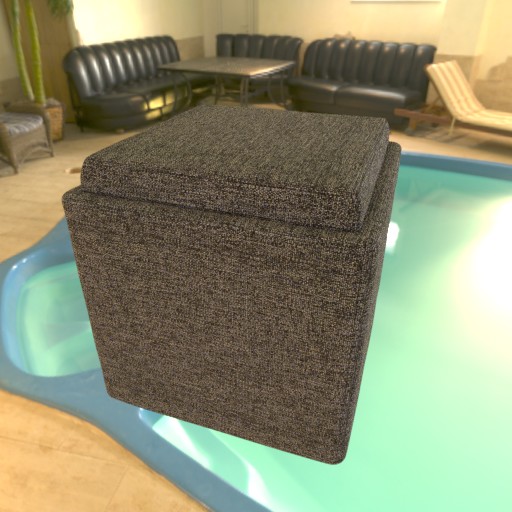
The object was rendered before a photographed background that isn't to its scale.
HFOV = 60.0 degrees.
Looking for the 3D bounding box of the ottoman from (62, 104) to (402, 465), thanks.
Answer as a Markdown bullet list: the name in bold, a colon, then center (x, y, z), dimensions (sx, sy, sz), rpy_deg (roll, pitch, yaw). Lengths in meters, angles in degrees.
- **ottoman**: center (0.000, 0.000, 0.824), dimensions (0.450, 0.463, 0.450), rpy_deg (10, 32, 17)
